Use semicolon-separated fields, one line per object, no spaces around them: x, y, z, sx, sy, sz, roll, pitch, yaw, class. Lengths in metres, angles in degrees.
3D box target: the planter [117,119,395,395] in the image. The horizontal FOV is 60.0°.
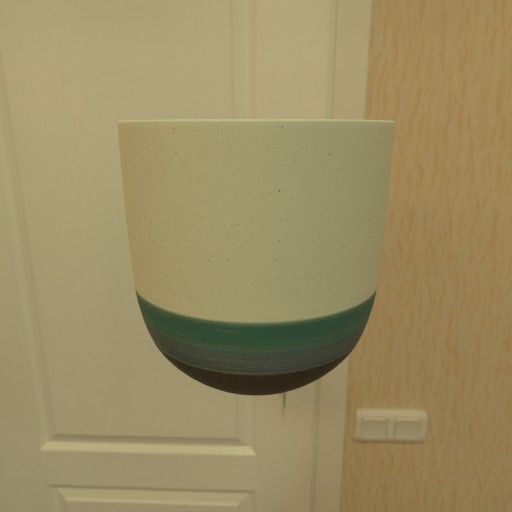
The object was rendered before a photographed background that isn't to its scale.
0.000;0.000;0.369;0.204;0.214;0.204;0;16;0;planter
